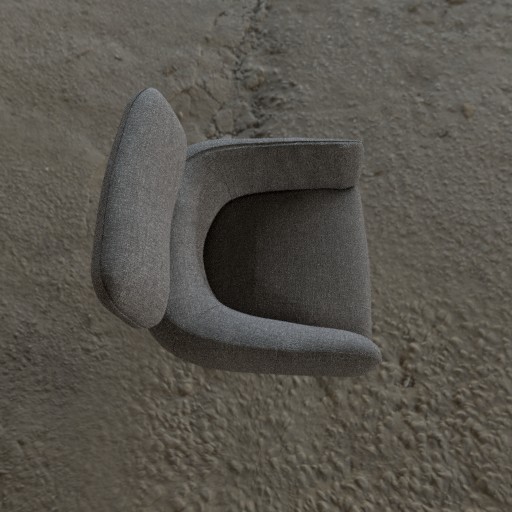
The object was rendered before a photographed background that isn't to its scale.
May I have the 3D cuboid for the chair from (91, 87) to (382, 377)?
[{"bbox_3d":[0.000,0.000,1.347,0.715,0.812,0.706,2,65,1],"label":"chair"}]
